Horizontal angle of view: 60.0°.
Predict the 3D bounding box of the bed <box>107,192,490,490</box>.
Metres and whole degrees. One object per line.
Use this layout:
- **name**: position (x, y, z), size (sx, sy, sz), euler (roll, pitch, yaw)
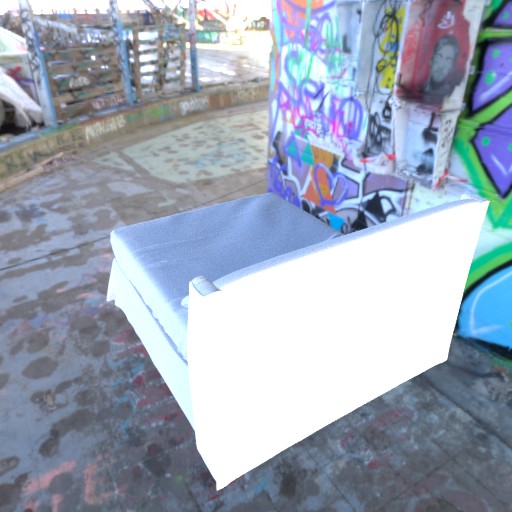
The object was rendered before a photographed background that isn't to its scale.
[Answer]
- **bed**: position (0.000, 0.000, 3.353), size (1.925, 1.332, 2.276), euler (-17, 34, -27)
